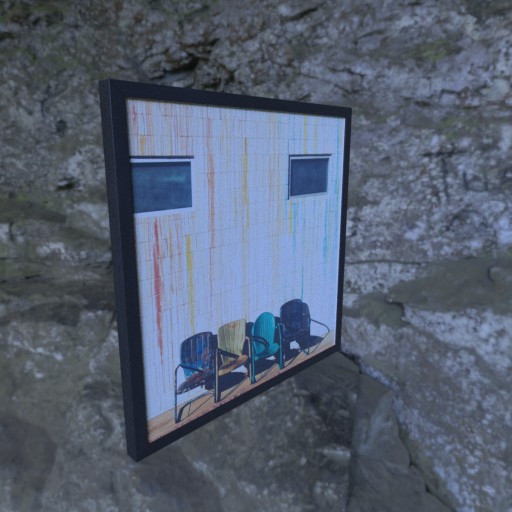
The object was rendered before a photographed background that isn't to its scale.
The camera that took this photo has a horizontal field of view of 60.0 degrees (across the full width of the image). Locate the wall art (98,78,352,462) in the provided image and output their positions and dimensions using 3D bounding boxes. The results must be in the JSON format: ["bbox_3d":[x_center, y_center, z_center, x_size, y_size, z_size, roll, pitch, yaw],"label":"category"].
[{"bbox_3d":[0.000,0.000,1.127,0.039,0.763,0.763,13,18,43],"label":"wall art"}]
